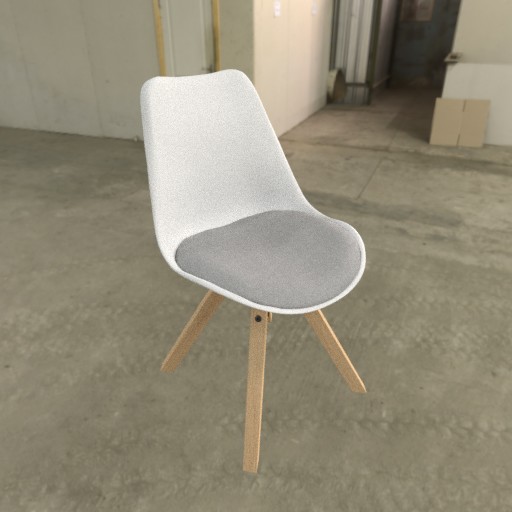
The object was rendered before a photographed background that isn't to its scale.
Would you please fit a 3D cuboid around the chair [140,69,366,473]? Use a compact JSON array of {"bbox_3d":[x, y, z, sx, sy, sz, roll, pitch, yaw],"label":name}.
[{"bbox_3d":[0.000,0.000,1.169,0.485,0.850,0.550,-21,36,-33],"label":"chair"}]
